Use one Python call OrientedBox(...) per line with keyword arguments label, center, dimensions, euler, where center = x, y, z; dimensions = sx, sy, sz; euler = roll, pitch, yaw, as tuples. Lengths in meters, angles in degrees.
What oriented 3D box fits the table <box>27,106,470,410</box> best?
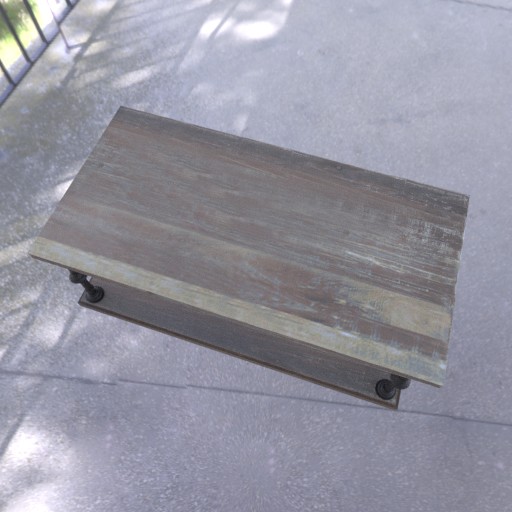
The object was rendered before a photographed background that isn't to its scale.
OrientedBox(label="table", center=(0.000, 0.000, 1.387), dimensions=(1.088, 0.399, 0.554), euler=(16, 64, 8))
